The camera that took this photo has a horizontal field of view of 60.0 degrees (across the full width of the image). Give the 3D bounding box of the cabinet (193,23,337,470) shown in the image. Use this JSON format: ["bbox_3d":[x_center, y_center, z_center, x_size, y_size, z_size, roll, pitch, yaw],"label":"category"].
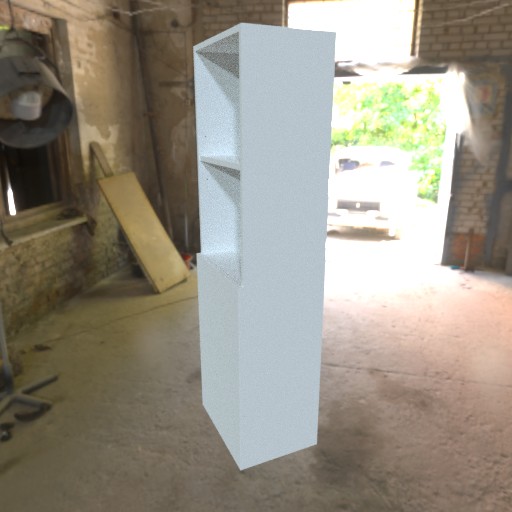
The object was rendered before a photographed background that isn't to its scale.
[{"bbox_3d":[0.000,0.000,1.519,0.300,1.350,0.400,-8,18,-24],"label":"cabinet"}]
